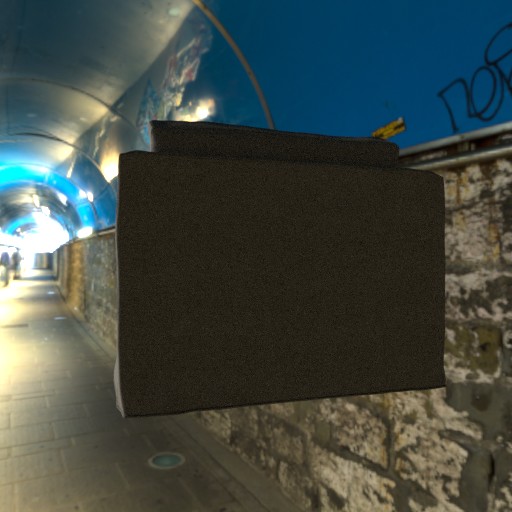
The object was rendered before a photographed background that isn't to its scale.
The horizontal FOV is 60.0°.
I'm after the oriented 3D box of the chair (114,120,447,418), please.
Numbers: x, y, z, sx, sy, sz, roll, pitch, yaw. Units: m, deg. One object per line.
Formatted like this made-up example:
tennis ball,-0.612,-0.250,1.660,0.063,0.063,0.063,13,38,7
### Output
chair,0.000,0.000,1.736,1.057,0.863,0.949,0,0,-16
